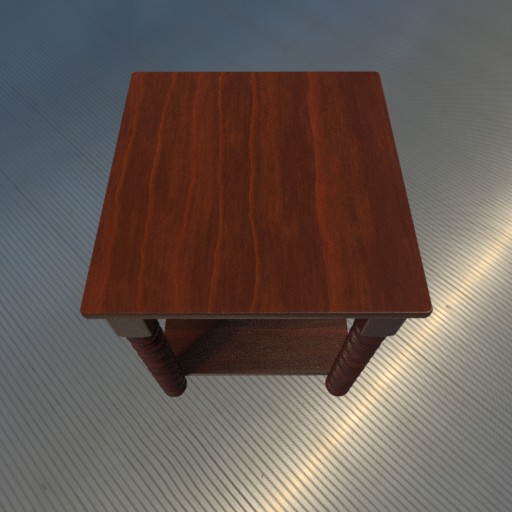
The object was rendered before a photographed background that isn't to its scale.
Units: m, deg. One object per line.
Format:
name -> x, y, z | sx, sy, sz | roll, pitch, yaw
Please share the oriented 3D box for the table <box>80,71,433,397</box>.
table -> 0.000, 0.000, 0.999 | 0.500, 0.567, 0.533 | 0, 59, 0
